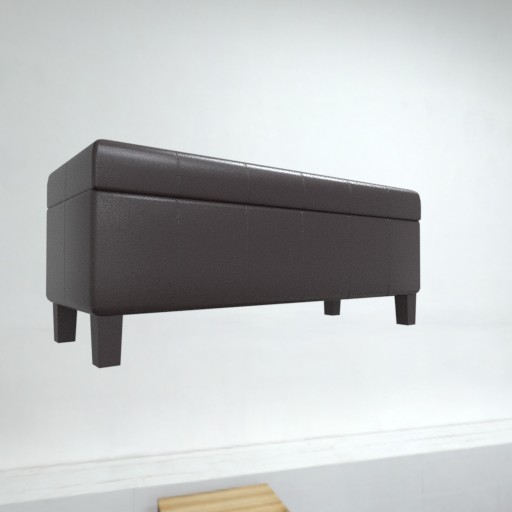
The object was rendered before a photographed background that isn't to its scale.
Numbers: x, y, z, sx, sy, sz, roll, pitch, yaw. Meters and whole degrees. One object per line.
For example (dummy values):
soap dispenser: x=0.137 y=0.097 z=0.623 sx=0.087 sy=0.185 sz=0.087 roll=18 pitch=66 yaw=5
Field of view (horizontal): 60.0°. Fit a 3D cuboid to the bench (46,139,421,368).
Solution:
bench: x=0.000 y=0.000 z=1.342 sx=1.092 sy=0.457 sz=0.429 roll=1 pitch=-1 yaw=-36
